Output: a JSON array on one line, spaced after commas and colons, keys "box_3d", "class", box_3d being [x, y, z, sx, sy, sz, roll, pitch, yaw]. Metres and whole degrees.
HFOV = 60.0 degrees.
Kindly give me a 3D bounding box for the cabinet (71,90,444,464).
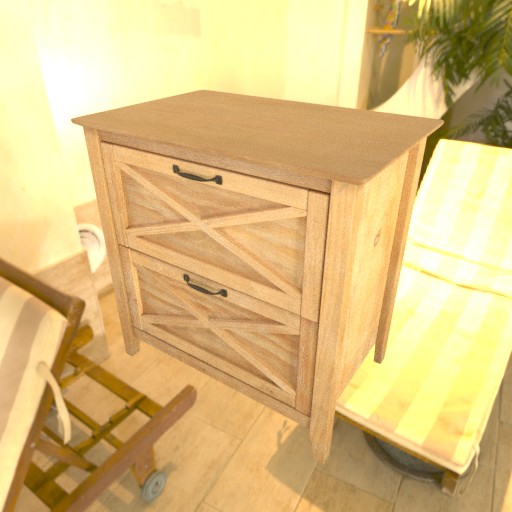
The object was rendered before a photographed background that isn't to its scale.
[{"box_3d": [0.000, 0.000, 1.261, 0.763, 0.762, 0.503, 19, 35, 29], "class": "cabinet"}]
